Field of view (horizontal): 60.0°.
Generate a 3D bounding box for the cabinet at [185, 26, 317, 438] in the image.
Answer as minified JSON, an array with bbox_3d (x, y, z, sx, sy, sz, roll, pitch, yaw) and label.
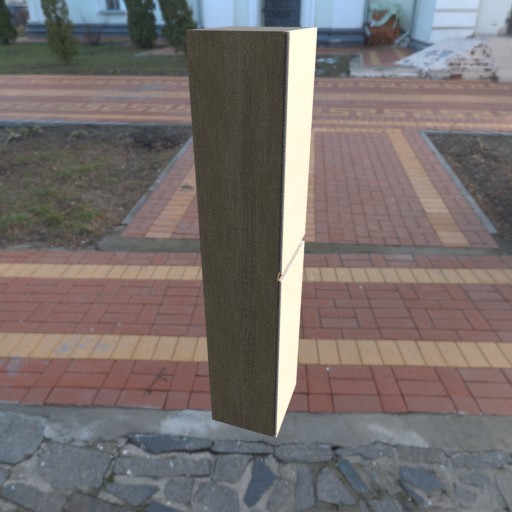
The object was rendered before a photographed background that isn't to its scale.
[{"bbox_3d":[0.000,0.000,1.533,0.270,1.400,0.300,10,30,17],"label":"cabinet"}]
